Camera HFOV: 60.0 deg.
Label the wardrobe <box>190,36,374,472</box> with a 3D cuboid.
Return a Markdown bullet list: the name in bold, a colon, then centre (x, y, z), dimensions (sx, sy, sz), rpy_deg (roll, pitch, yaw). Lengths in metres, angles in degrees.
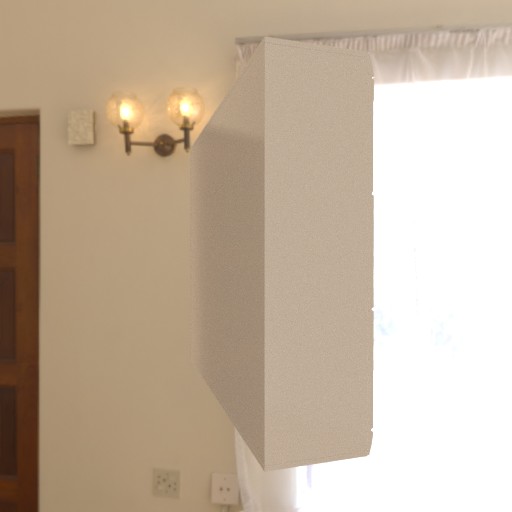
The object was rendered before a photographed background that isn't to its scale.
- **wardrobe**: centre (0.000, 0.000, 1.899), dimensions (0.360, 1.200, 1.340), rpy_deg (0, 0, -17)
